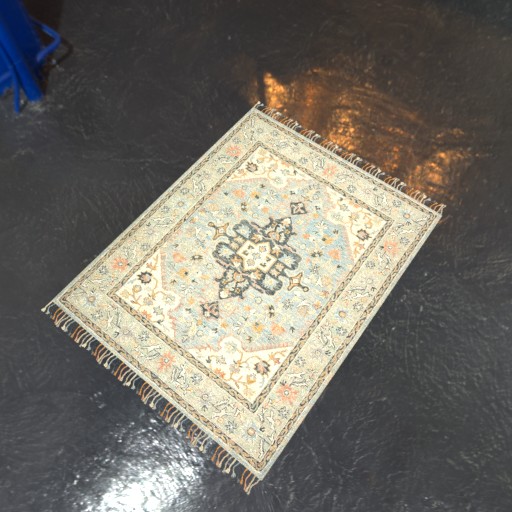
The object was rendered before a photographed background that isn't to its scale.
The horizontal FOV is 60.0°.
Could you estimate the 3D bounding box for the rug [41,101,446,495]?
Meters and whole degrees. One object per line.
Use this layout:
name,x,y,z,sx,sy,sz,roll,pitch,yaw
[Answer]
rug,0.000,0.000,2.249,1.278,0.009,1.730,34,68,16
